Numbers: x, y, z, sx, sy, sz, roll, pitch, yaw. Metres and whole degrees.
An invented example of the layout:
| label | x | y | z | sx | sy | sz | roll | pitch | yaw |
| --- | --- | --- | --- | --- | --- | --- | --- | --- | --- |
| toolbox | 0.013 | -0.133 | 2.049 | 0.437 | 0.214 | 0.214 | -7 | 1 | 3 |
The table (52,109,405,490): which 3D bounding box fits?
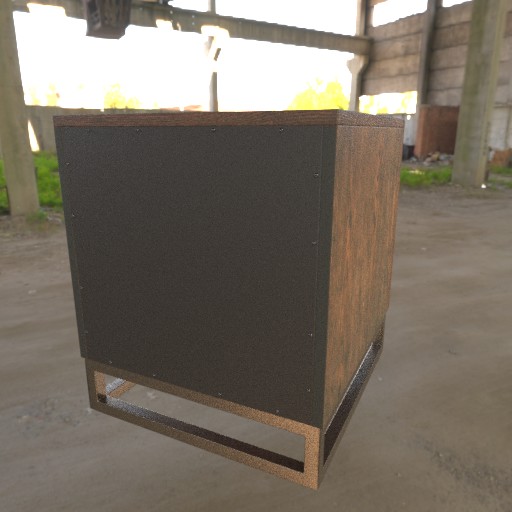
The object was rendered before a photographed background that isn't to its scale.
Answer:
| label | x | y | z | sx | sy | sz | roll | pitch | yaw |
| --- | --- | --- | --- | --- | --- | --- | --- | --- | --- |
| table | 0.000 | 0.000 | 0.977 | 0.506 | 0.582 | 0.566 | 8 | 17 | 25 |
